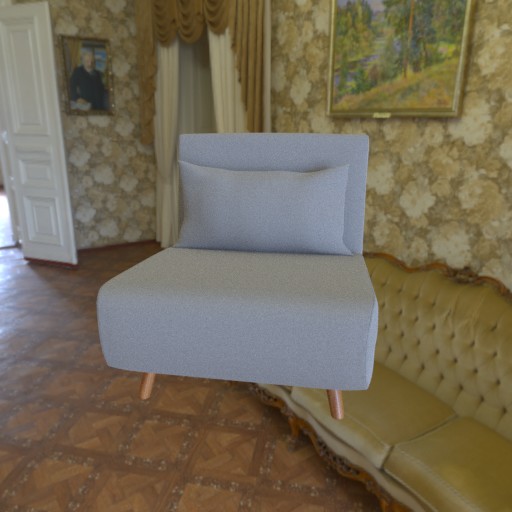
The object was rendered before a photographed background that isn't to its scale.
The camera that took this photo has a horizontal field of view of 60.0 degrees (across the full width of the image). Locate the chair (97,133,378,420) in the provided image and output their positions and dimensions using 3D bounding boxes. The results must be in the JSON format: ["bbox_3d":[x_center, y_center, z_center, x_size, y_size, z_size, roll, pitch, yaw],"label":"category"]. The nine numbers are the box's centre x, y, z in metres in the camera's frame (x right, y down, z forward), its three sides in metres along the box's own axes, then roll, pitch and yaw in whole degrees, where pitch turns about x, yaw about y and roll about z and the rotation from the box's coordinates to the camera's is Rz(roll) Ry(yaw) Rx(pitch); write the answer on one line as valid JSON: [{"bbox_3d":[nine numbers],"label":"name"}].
[{"bbox_3d":[0.000,0.000,1.530,0.770,0.808,0.902,3,17,9],"label":"chair"}]
